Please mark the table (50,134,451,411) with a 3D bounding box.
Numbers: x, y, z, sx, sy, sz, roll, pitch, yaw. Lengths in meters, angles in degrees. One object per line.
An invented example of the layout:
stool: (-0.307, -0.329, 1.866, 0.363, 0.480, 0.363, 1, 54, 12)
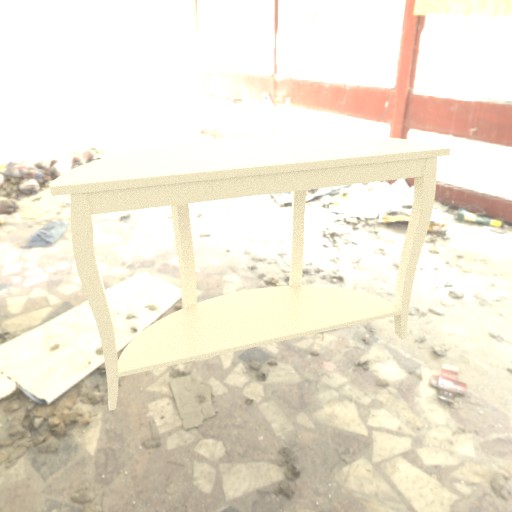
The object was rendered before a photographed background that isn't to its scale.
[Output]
table: (0.000, 0.000, 1.618, 1.219, 0.780, 0.394, -9, 28, -17)
